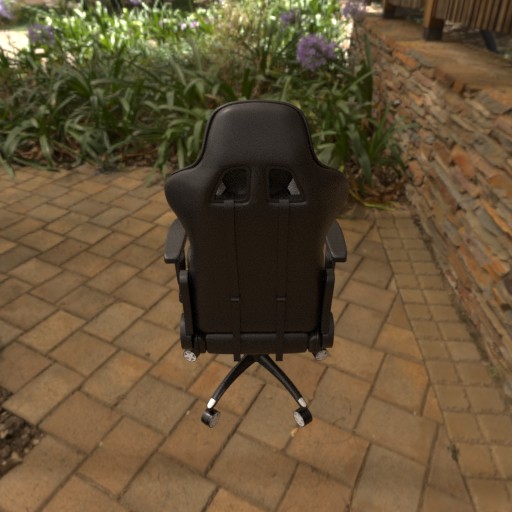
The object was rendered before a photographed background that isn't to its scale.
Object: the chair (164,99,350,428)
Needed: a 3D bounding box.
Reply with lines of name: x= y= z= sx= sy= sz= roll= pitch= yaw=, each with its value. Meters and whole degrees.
chair: x=0.000 y=0.000 z=1.725 sx=0.730 sy=1.285 sz=0.695 roll=0 pitch=32 yaw=-1
